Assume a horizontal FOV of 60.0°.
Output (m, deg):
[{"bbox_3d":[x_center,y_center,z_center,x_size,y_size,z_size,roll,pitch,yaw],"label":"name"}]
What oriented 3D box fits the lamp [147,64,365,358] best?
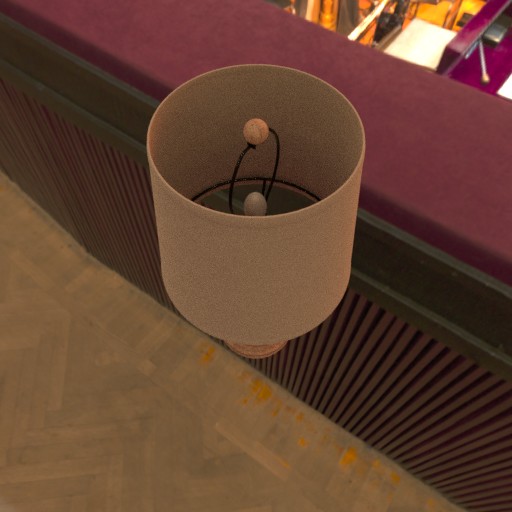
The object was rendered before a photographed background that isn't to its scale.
[{"bbox_3d":[0.000,0.000,0.644,0.273,0.497,0.273,0,58,0],"label":"lamp"}]
